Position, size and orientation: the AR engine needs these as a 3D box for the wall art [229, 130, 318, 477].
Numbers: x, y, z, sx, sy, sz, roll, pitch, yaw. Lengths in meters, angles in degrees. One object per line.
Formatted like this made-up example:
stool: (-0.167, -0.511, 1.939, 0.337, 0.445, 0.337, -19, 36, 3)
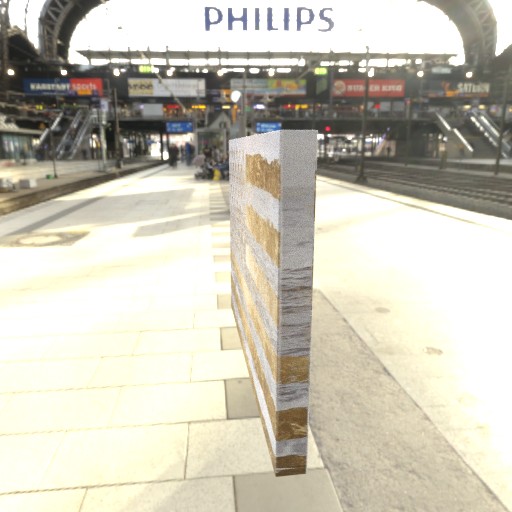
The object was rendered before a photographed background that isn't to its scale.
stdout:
wall art: (0.000, 0.000, 0.786, 0.041, 0.407, 0.606, -2, 14, -8)
